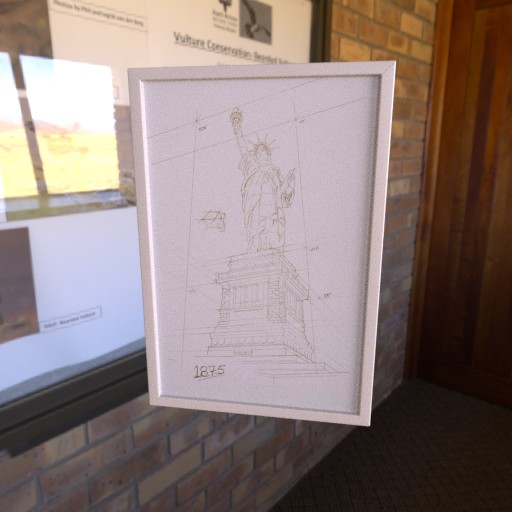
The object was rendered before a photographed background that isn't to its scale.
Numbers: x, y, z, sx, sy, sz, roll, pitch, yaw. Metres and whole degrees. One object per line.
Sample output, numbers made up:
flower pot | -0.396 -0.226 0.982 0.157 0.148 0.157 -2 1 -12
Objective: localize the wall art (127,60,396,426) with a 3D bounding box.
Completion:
wall art | 0.000 0.000 1.478 0.808 1.183 0.038 2 14 9
